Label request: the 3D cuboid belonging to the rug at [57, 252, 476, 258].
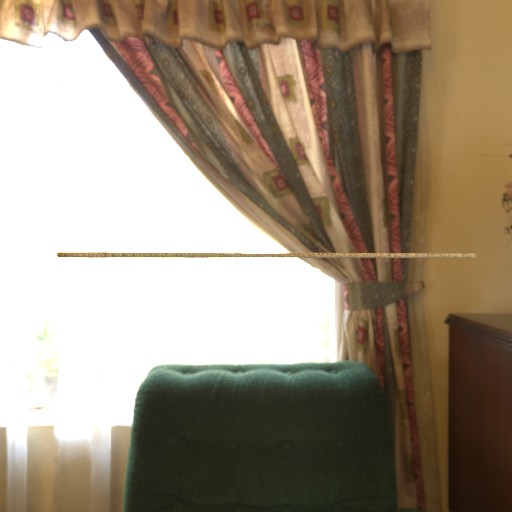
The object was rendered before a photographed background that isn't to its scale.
[{"bbox_3d":[0.000,0.000,3.018,2.349,0.025,1.500,0,0,-18],"label":"rug"}]
